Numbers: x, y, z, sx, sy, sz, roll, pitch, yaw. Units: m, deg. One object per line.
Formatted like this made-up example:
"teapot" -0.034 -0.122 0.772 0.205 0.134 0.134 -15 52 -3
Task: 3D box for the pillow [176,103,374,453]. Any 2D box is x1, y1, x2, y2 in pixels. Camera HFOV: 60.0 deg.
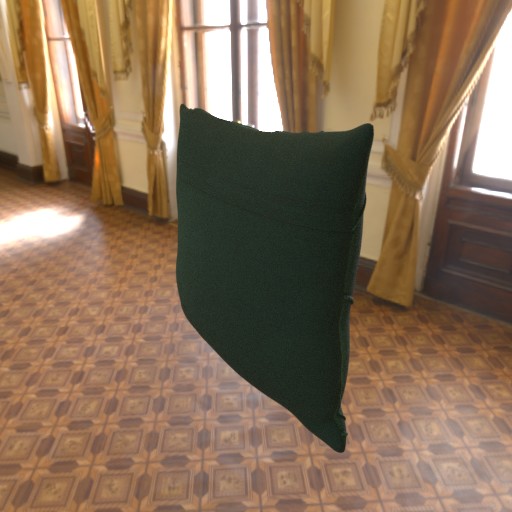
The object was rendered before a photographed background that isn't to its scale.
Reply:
"pillow" 0.000 0.000 0.694 0.184 0.440 0.439 -16 28 -32
